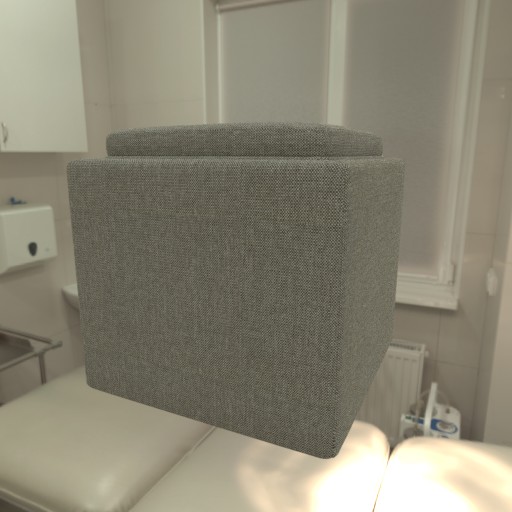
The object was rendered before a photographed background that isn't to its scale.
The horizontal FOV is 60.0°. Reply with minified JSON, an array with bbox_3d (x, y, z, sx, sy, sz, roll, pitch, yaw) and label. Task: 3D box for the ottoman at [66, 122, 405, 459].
[{"bbox_3d":[0.000,0.000,0.819,0.450,0.460,0.450,6,14,25],"label":"ottoman"}]
